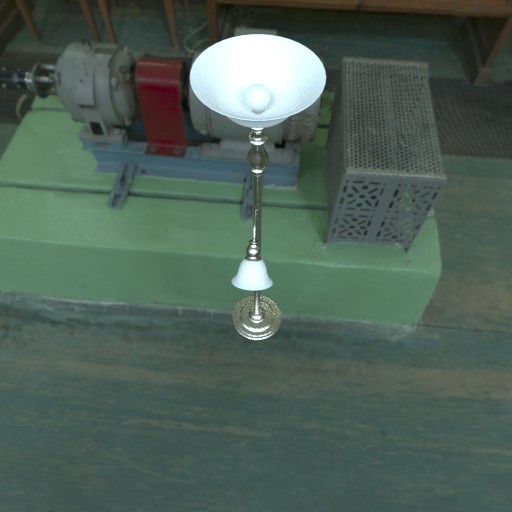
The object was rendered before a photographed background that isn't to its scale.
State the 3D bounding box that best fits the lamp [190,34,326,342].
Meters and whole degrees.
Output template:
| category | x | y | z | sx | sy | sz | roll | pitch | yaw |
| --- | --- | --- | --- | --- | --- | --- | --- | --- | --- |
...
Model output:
| category | x | y | z | sx | sy | sz | roll | pitch | yaw |
| --- | --- | --- | --- | --- | --- | --- | --- | --- | --- |
| lamp | 0.000 | 0.000 | 2.036 | 0.405 | 1.785 | 0.575 | 3 | 58 | 2 |
